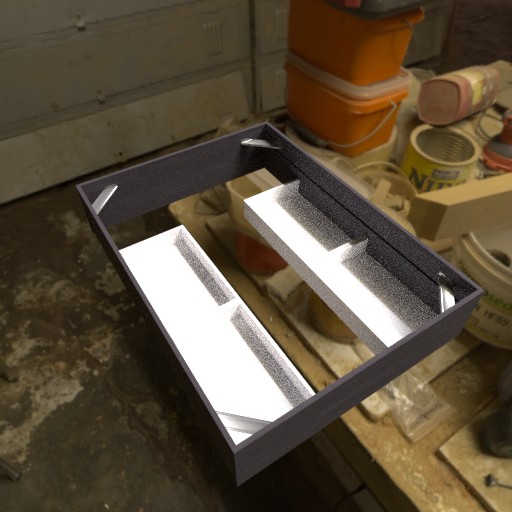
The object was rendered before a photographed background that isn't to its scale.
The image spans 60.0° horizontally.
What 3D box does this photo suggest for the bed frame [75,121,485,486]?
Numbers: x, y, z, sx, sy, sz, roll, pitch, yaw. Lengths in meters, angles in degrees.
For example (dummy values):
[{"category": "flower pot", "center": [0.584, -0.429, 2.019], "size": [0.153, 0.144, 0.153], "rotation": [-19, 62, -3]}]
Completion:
[{"category": "bed frame", "center": [0.000, 0.000, 2.633], "size": [1.448, 0.459, 1.944], "rotation": [-25, 51, -22]}]
